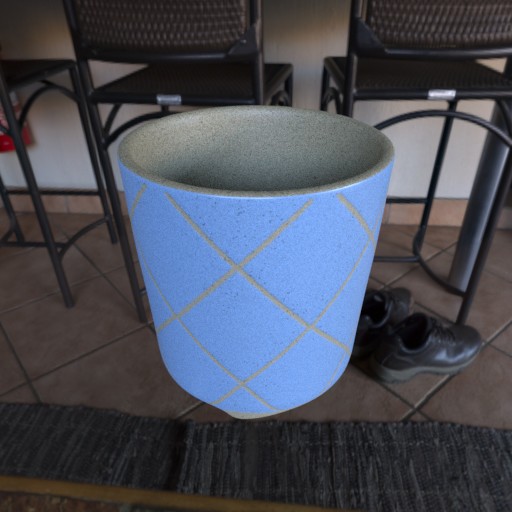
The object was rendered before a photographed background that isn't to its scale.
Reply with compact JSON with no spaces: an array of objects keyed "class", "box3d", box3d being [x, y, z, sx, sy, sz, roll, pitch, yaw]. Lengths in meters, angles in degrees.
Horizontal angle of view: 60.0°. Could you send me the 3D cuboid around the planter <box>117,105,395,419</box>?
[{"class":"planter","box3d":[0.000,0.000,0.436,0.227,0.235,0.227,0,33,0]}]
